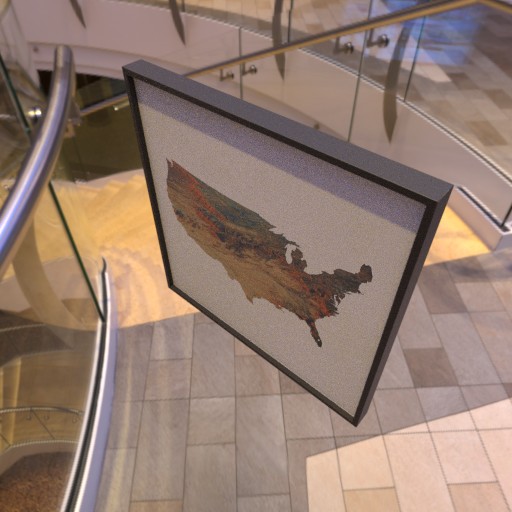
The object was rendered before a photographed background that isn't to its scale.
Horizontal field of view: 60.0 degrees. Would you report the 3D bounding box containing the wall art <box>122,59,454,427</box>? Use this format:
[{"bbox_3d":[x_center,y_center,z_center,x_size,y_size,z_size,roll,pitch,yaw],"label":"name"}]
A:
[{"bbox_3d":[0.000,0.000,0.741,0.507,0.507,0.038,31,53,28],"label":"wall art"}]
